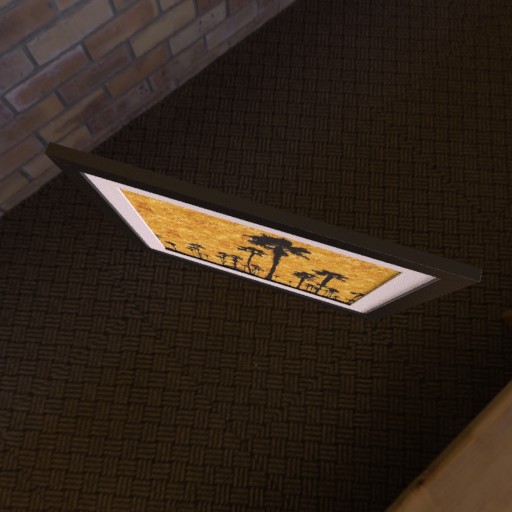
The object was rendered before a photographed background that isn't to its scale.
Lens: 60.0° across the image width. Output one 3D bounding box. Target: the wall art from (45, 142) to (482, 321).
[{"bbox_3d":[0.000,0.000,0.534,0.383,0.332,0.012,17,77,4],"label":"wall art"}]
